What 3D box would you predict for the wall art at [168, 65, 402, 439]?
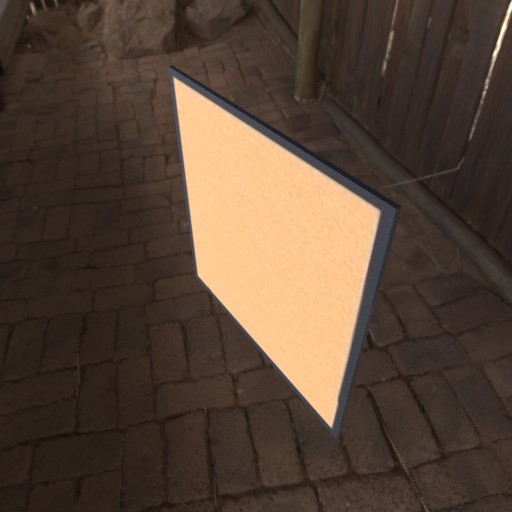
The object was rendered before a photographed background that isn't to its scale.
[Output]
[{"bbox_3d":[0.000,0.000,1.264,0.013,0.823,0.823,-26,48,-25],"label":"wall art"}]
